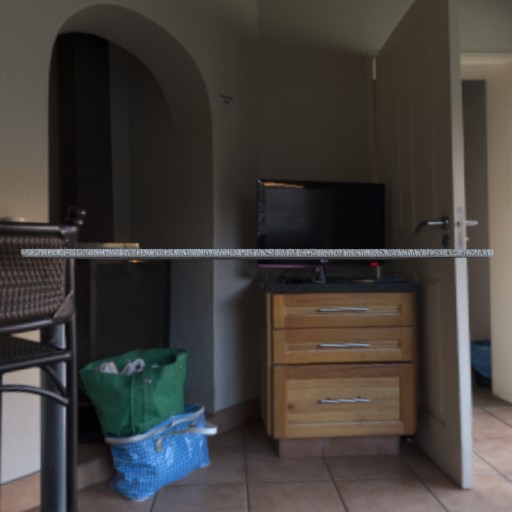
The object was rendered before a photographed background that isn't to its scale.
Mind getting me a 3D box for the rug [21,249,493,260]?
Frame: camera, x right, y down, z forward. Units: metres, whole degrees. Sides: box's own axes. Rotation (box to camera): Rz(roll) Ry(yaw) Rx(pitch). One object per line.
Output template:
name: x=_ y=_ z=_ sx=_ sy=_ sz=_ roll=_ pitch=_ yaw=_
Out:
rug: x=0.000 y=0.000 z=2.084 sx=1.600 sy=0.025 sz=1.199 roll=0 pitch=-1 yaw=-1
